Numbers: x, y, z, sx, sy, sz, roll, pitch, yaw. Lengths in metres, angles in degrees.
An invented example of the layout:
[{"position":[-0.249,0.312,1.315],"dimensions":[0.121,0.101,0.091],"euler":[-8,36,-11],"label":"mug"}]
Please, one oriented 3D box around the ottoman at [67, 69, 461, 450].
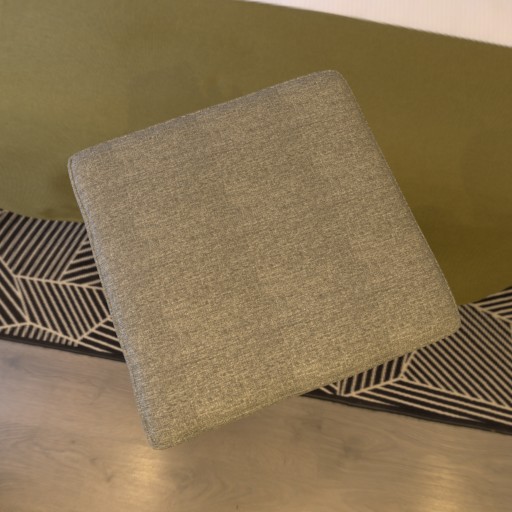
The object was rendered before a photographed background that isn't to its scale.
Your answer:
[{"position":[0.000,0.000,1.335],"dimensions":[0.838,0.481,0.838],"euler":[-20,76,-5],"label":"ottoman"}]
